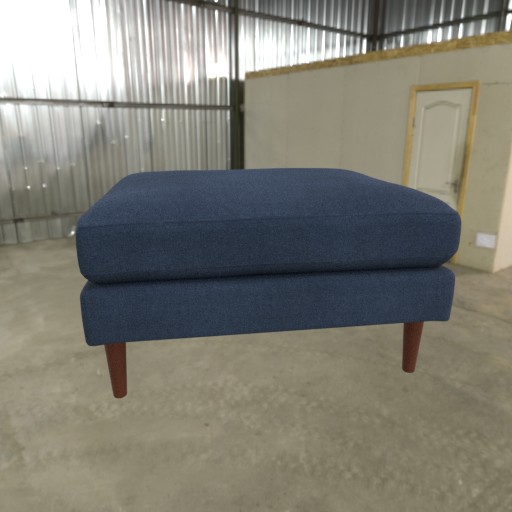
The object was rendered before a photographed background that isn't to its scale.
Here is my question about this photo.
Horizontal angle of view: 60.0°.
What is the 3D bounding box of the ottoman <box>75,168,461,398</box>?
[{"bbox_3d":[0.000,0.000,1.265,0.821,0.474,0.693,-3,17,-8],"label":"ottoman"}]
